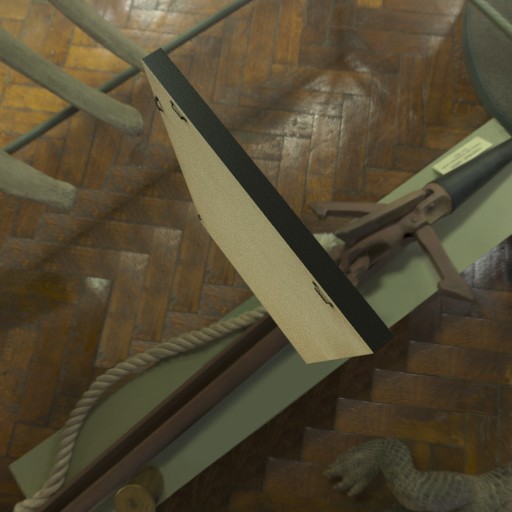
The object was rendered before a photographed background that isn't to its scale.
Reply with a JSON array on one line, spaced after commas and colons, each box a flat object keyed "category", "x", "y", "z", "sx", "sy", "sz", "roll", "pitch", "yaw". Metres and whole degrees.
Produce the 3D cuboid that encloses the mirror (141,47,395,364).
[{"category": "mirror", "x": 0.000, "y": 0.000, "z": 0.921, "sx": 0.039, "sy": 0.710, "sz": 0.507, "roll": -36, "pitch": 78, "yaw": -9}]
